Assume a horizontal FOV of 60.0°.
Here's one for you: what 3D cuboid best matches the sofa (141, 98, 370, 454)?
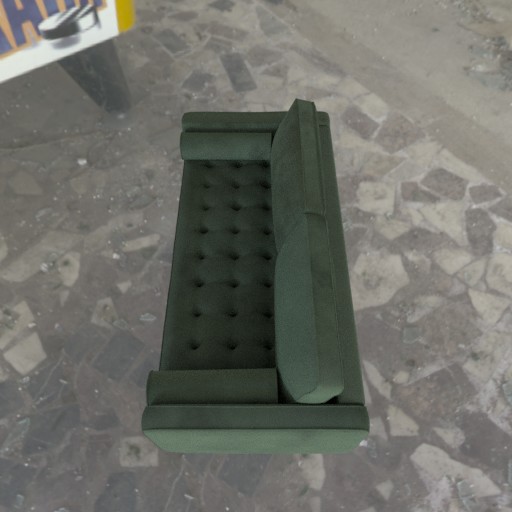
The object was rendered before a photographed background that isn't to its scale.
[{"bbox_3d":[0.000,0.000,2.363,0.916,0.772,1.880,0,57,0],"label":"sofa"}]
